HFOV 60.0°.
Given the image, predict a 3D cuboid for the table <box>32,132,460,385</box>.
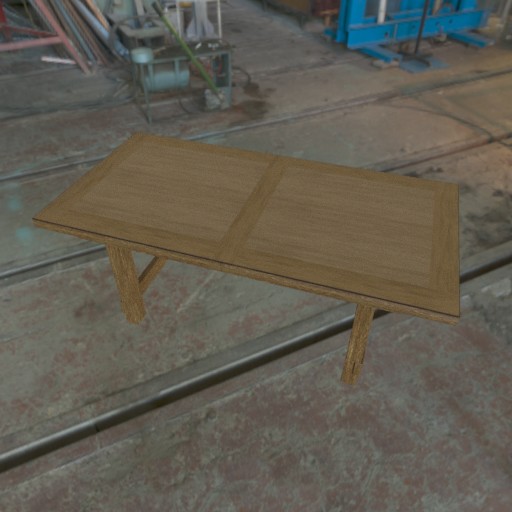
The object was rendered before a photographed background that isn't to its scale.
[{"bbox_3d":[0.000,0.000,2.533,1.982,0.762,1.000,13,43,14],"label":"table"}]
